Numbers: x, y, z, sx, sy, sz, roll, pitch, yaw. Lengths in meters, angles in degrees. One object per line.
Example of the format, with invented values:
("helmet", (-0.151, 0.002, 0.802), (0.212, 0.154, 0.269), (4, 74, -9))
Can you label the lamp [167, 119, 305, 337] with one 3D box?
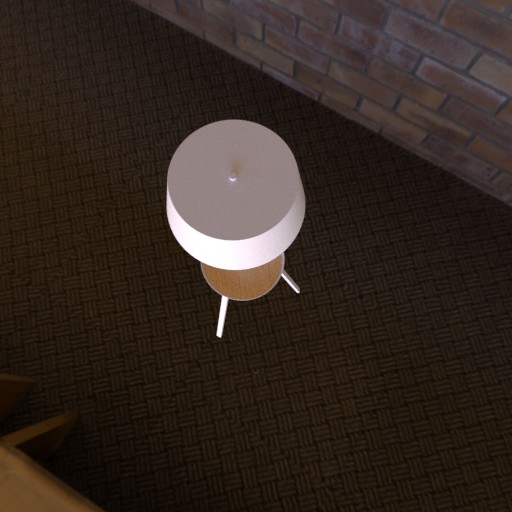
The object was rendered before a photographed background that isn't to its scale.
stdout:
("lamp", (0.000, 0.000, 1.697), (0.468, 1.429, 0.508), (0, 75, 0))
